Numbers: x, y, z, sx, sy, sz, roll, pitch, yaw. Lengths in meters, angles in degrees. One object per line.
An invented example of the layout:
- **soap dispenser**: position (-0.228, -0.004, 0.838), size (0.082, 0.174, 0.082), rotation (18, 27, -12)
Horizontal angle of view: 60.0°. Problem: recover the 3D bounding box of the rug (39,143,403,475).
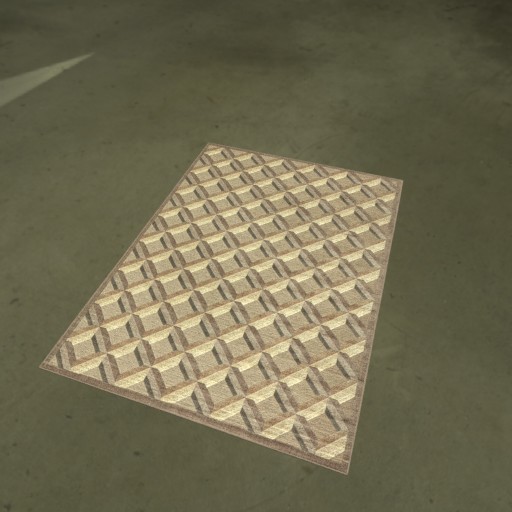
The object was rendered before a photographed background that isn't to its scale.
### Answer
- **rug**: position (0.000, 0.000, 4.182), size (2.382, 0.018, 3.294), rotation (14, 48, 13)
